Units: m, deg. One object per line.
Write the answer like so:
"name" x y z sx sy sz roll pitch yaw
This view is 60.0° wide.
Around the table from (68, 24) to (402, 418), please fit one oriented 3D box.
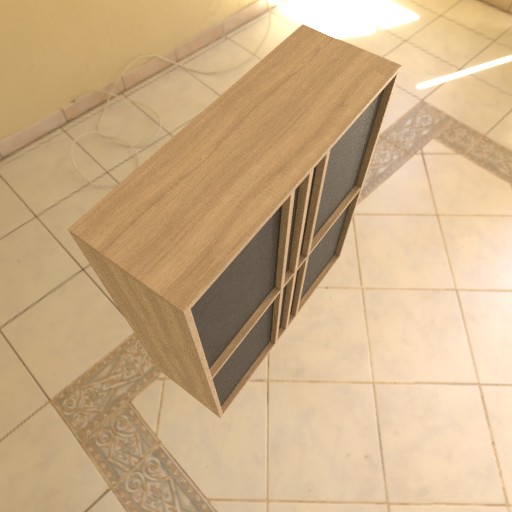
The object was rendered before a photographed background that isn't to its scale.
"table" 0.000 0.000 1.911 0.398 1.388 1.111 32 64 18
